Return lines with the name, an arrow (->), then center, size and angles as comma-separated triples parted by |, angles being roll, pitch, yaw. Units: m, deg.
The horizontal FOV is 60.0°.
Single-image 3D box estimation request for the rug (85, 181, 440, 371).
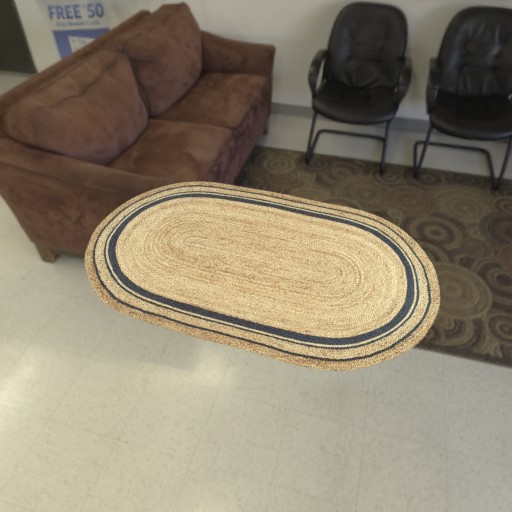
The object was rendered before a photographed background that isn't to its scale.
rug -> 0.000, 0.000, 3.057 | 2.432, 0.006, 1.520 | 13, 45, 13
